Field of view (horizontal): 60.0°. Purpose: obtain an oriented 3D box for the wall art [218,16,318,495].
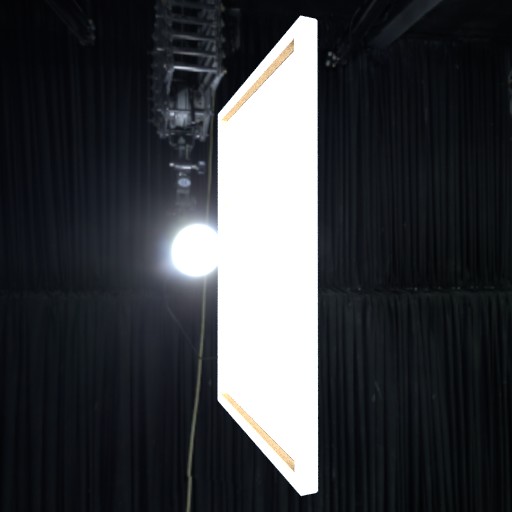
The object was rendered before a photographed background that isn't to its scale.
[{"bbox_3d":[0.000,0.000,1.135,0.038,0.912,0.607,0,-1,-20],"label":"wall art"}]
